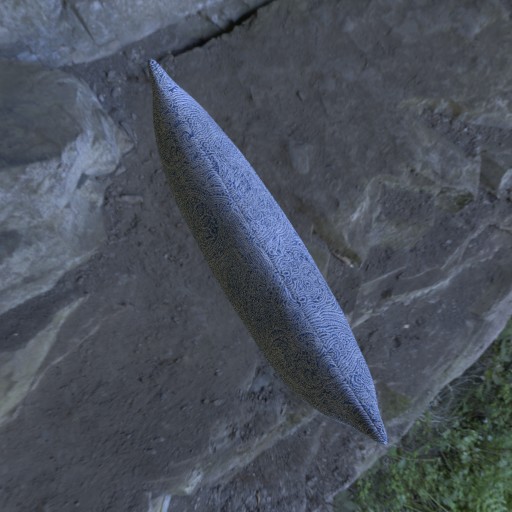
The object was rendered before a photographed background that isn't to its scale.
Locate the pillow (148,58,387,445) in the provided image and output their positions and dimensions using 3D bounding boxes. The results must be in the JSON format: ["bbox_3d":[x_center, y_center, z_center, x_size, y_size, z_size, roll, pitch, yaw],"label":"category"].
[{"bbox_3d":[0.000,0.000,0.729,0.151,0.295,0.615,-30,78,-7],"label":"pillow"}]
